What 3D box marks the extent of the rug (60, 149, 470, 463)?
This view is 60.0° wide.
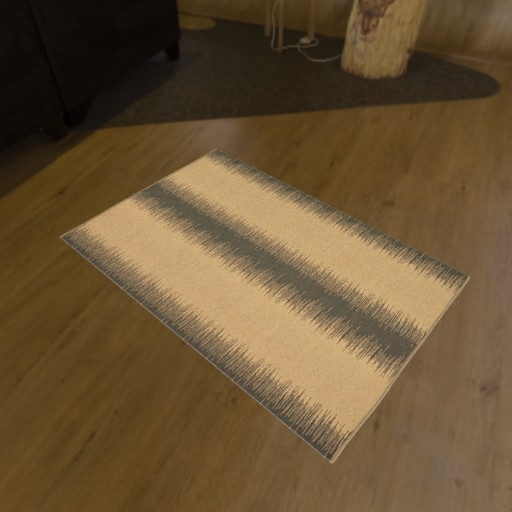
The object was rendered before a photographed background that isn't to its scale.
[{"bbox_3d":[0.000,0.000,2.376,1.854,0.006,1.234,32,53,28],"label":"rug"}]
